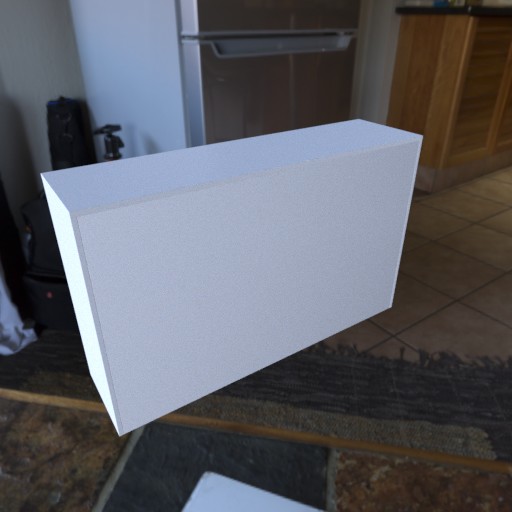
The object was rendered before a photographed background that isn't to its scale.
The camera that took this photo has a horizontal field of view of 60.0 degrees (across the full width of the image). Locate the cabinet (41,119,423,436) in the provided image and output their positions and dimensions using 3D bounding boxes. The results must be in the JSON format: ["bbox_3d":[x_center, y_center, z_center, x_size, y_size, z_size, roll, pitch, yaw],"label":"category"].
[{"bbox_3d":[0.000,0.000,1.891,1.450,0.900,0.380,-18,34,-29],"label":"cabinet"}]
